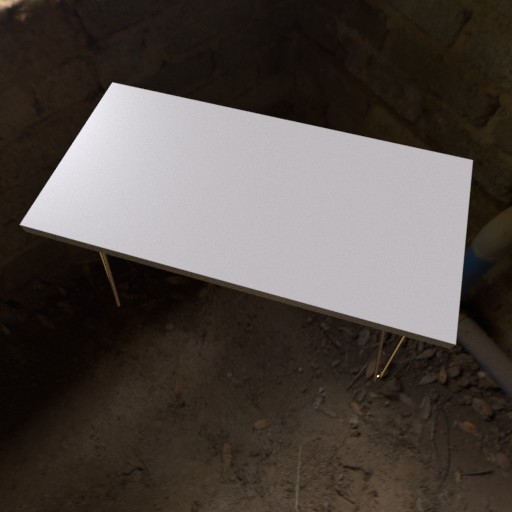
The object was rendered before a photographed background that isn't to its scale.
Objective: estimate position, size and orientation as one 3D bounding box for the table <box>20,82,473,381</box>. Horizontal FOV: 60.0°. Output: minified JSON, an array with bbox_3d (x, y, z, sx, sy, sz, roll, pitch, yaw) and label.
[{"bbox_3d":[0.000,0.000,1.360,0.991,0.660,0.498,15,63,8],"label":"table"}]
